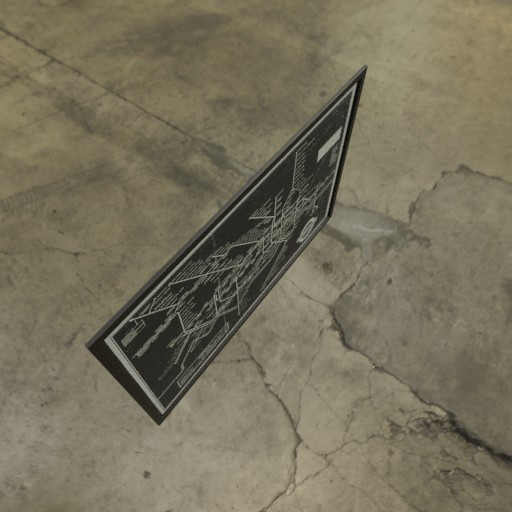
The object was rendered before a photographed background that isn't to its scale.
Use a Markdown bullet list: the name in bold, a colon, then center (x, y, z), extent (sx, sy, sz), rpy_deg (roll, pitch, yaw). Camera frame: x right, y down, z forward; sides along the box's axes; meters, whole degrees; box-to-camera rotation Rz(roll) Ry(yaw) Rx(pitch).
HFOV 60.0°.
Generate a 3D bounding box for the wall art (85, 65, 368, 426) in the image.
- **wall art**: center (0.000, 0.000, 1.528), extent (0.013, 0.811, 1.192), rpy_deg (33, 64, 18)
